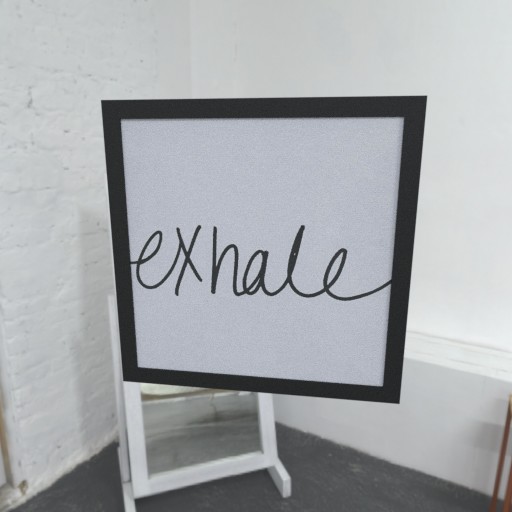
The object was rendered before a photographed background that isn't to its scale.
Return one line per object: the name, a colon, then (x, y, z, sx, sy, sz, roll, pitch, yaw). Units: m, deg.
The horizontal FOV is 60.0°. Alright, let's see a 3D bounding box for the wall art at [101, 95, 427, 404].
wall art: (0.000, 0.000, 0.530, 0.358, 0.357, 0.012, 2, 14, 8)
